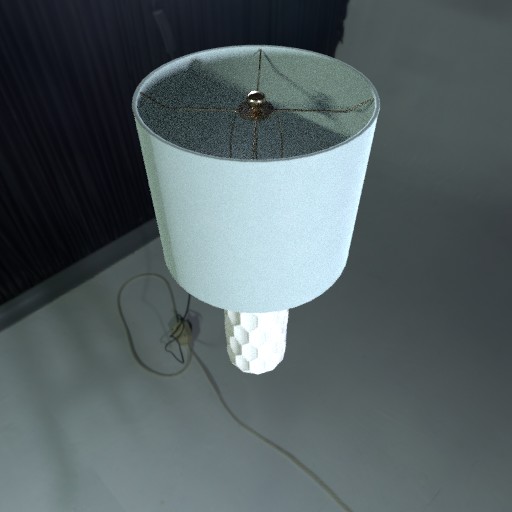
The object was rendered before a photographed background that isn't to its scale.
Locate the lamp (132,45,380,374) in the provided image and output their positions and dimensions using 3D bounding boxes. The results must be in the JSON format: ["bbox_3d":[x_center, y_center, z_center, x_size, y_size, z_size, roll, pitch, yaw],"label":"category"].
[{"bbox_3d":[0.000,0.000,0.695,0.277,0.534,0.277,32,54,27],"label":"lamp"}]
